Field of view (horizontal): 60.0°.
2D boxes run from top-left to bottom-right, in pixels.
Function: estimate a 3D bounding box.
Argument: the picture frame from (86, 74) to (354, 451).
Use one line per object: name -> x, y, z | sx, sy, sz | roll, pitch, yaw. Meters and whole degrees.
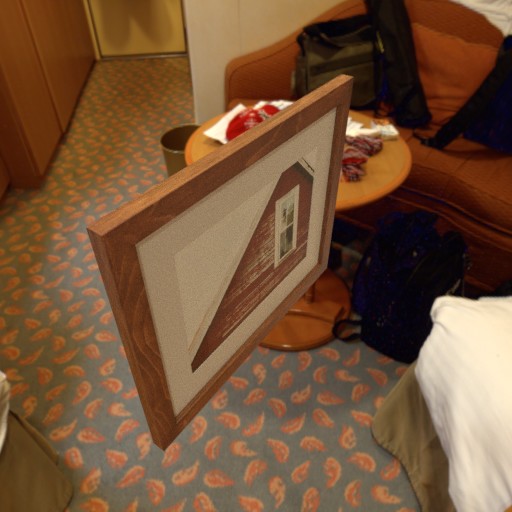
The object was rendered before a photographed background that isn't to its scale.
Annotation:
picture frame -> 0.000, 0.000, 0.767 | 0.025, 0.457, 0.559 | 25, 47, 26
